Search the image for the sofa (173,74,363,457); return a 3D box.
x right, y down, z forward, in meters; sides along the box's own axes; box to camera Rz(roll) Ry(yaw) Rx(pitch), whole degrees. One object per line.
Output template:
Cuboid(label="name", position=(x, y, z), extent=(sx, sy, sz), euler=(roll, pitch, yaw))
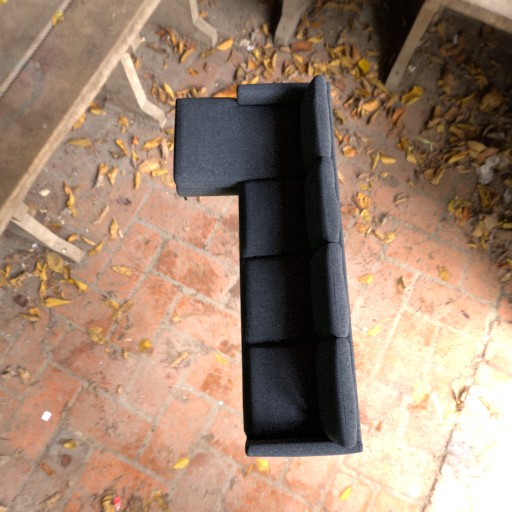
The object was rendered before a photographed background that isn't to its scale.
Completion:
Cuboid(label="sofa", position=(0.000, 0.000, 3.512), extent=(1.350, 0.810, 2.932), euler=(-2, 75, -1))
